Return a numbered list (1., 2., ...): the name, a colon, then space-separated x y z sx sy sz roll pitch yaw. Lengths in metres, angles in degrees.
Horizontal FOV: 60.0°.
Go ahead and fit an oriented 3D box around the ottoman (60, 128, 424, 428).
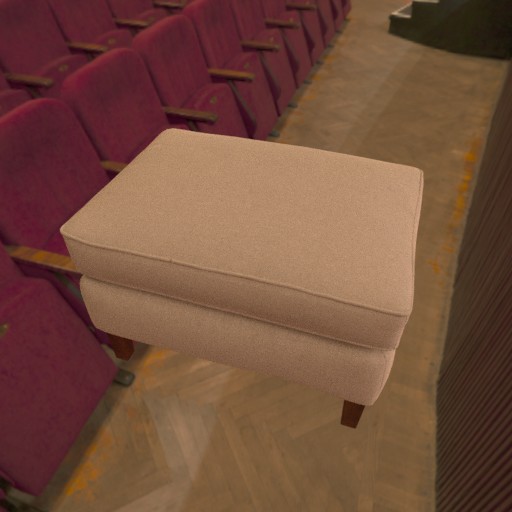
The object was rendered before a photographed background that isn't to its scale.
1. ottoman: 0.000 0.000 1.023 0.665 0.456 0.501 12 44 13
